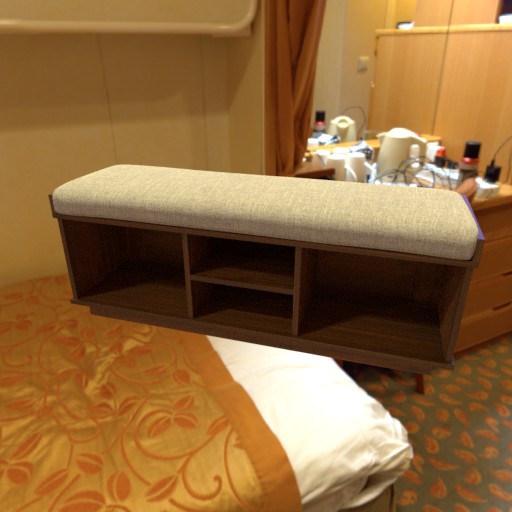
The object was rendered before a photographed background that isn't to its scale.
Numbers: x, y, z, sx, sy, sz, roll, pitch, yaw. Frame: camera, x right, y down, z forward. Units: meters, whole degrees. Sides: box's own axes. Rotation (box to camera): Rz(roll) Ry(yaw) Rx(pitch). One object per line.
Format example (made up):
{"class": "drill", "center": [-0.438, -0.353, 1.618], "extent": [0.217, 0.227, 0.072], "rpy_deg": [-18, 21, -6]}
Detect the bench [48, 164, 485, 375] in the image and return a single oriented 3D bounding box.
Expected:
{"class": "bench", "center": [0.000, 0.000, 1.401], "extent": [1.196, 0.468, 0.367], "rpy_deg": [7, 26, 15]}
